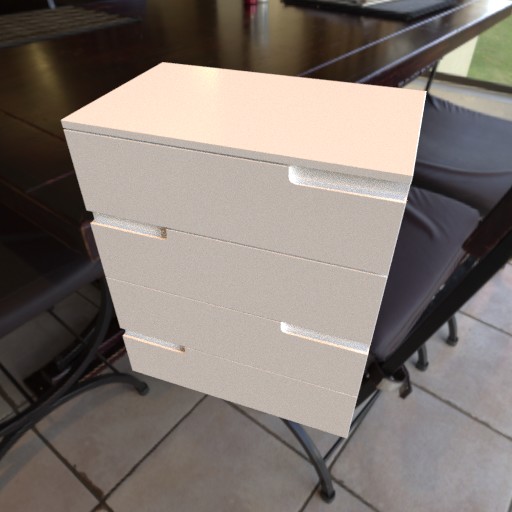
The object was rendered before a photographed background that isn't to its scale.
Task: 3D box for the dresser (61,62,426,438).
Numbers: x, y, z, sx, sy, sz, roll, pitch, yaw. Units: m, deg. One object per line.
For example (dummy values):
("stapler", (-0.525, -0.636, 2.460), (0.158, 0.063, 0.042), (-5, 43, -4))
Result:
("dresser", (0.000, 0.000, 1.160), (0.650, 0.800, 0.400), (13, 41, 15))
